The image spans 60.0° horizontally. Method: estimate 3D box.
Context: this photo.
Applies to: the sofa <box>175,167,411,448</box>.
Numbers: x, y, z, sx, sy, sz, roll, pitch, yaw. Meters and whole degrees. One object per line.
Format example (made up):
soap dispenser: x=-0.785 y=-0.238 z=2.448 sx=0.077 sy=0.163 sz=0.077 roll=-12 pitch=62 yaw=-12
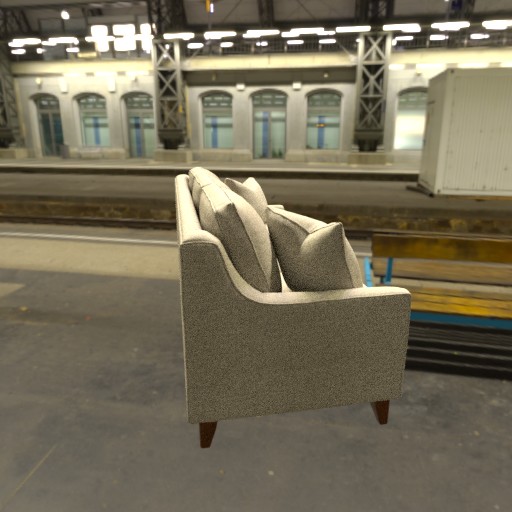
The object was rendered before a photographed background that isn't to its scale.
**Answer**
sofa: x=0.000 y=0.000 z=2.515 sx=0.865 sy=0.914 sz=2.031 roll=-3 pitch=16 yaw=-10
